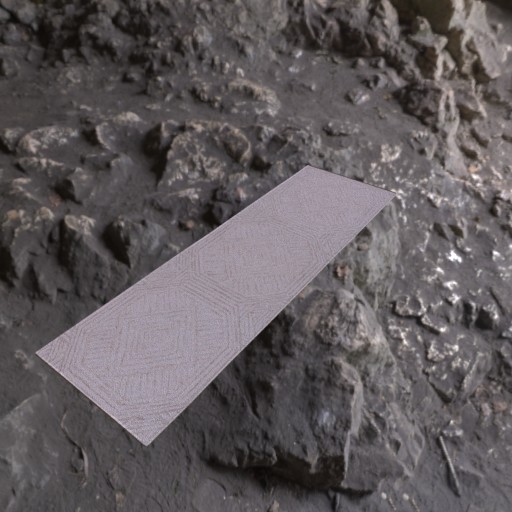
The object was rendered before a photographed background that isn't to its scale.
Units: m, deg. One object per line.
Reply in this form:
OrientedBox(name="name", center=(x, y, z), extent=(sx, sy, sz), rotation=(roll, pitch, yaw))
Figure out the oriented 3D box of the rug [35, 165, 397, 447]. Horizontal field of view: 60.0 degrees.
OrientedBox(name="rug", center=(0.000, 0.000, 2.679), extent=(0.775, 0.012, 2.452), rotation=(25, 44, 28))
